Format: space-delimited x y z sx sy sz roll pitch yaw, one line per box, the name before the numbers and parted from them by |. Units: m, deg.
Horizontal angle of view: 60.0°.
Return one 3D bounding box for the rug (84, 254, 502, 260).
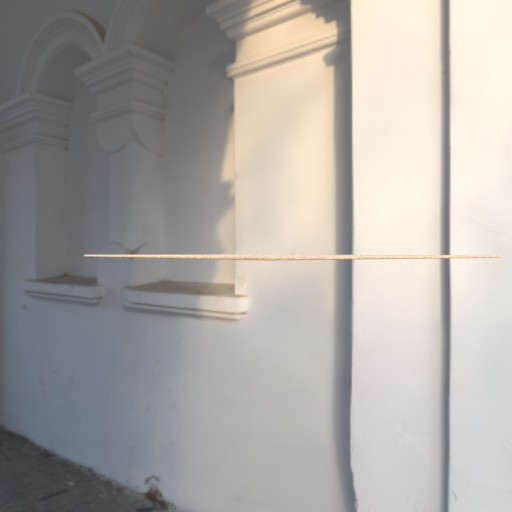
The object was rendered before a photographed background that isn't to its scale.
rug | 0.000 0.000 2.236 1.219 0.010 1.829 0 0 -35
